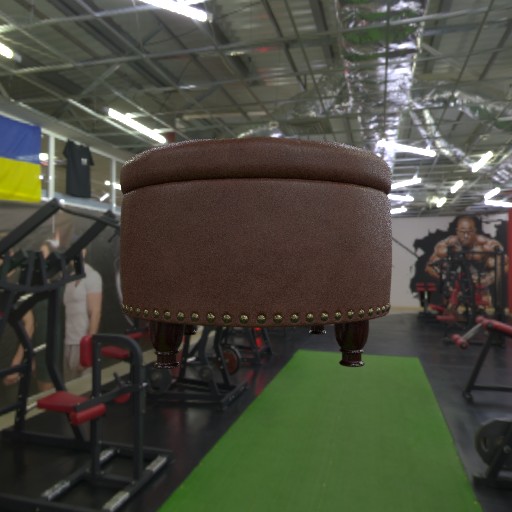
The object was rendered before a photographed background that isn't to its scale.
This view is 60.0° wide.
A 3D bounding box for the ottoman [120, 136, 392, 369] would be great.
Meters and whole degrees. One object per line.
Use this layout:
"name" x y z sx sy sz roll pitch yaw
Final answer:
"ottoman" 0.000 0.000 1.083 0.637 0.442 0.637 0 0 0
